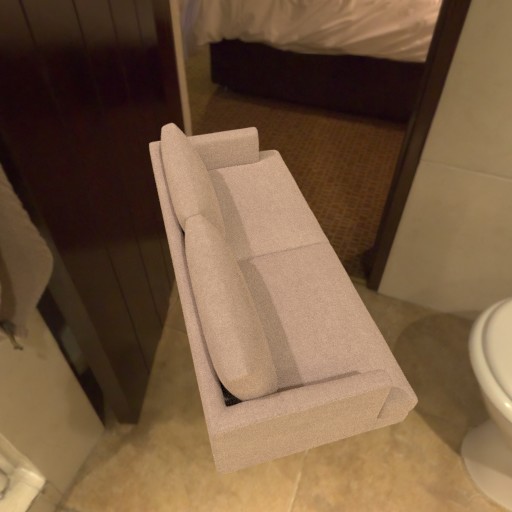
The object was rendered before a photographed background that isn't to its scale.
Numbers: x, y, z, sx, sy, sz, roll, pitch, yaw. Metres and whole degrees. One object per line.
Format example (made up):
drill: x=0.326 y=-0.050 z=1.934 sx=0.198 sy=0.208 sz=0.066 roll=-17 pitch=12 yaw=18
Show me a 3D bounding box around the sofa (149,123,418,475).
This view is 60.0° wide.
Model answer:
sofa: x=0.000 y=0.000 z=2.775 sx=1.020 sy=0.868 sz=2.250 roll=-12 pitch=48 yaw=-11
